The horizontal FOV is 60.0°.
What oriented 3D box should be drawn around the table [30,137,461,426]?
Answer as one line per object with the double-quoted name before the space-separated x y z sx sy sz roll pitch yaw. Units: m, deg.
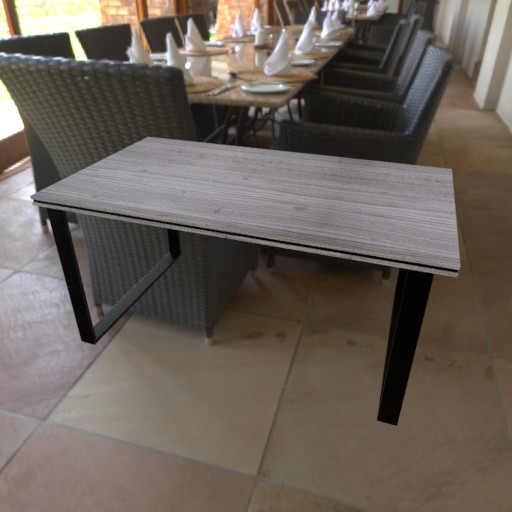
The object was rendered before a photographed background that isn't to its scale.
"table" 0.000 0.000 2.069 1.579 0.736 0.881 10 32 16
